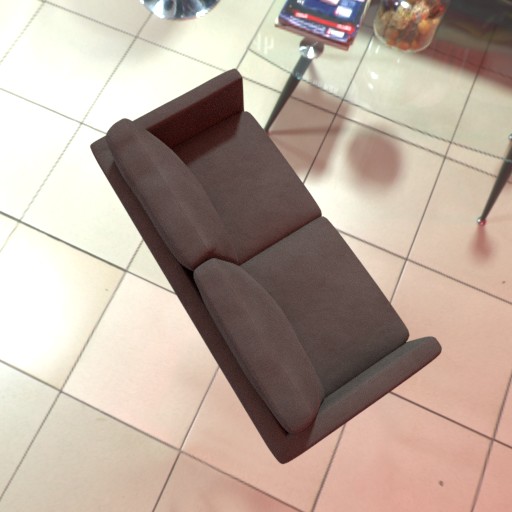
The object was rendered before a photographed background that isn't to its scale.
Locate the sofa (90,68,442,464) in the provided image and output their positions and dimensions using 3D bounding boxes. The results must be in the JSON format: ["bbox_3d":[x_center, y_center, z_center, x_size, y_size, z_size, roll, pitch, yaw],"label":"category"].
[{"bbox_3d":[0.000,0.000,2.464,0.950,0.963,1.884,-32,76,-8],"label":"sofa"}]
